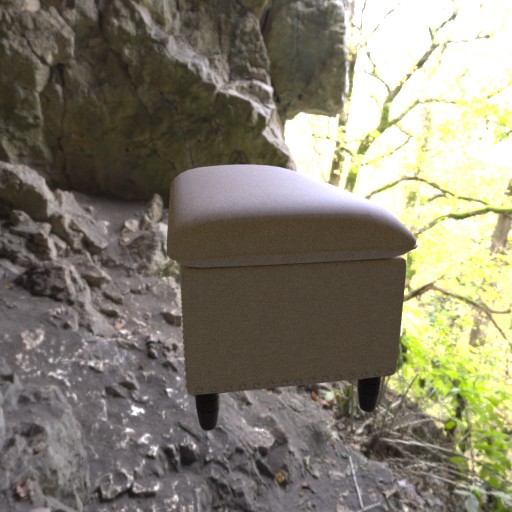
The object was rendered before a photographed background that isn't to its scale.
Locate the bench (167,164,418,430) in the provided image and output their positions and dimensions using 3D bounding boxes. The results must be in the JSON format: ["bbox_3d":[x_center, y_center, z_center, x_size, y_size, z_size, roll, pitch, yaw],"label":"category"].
[{"bbox_3d":[0.000,0.000,1.293,0.483,0.483,0.991,-3,17,-10],"label":"bench"}]
